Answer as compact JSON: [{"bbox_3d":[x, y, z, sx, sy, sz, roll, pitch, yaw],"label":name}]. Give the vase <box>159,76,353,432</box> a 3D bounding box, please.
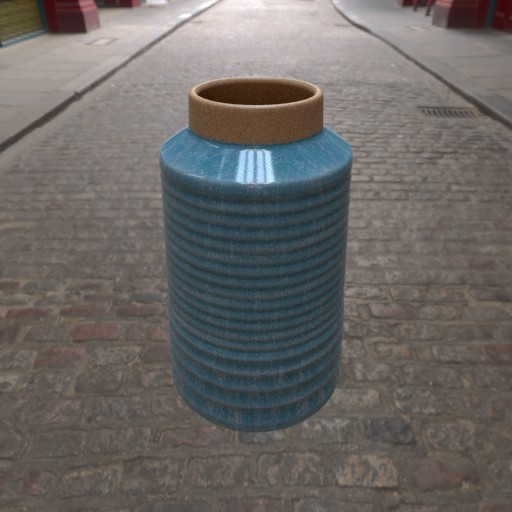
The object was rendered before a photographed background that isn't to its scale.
[{"bbox_3d":[0.000,0.000,0.371,0.163,0.267,0.163,0,33,0],"label":"vase"}]
